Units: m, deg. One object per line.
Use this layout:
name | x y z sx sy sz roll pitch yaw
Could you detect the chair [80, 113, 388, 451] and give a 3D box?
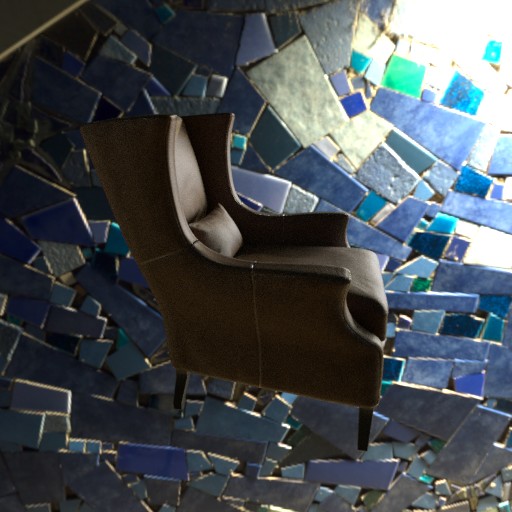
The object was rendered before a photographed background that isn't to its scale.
chair | 0.000 0.000 1.655 0.925 1.016 0.852 3 18 10
